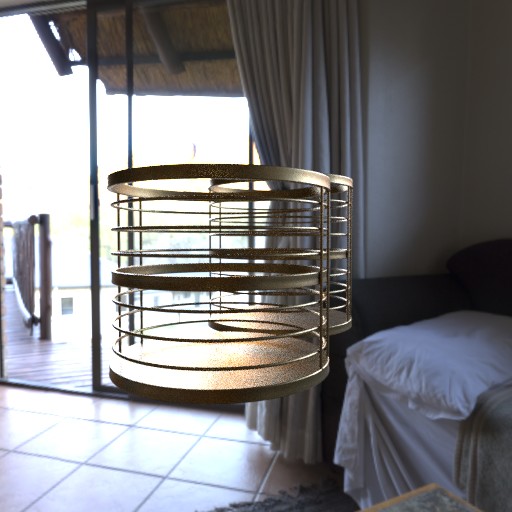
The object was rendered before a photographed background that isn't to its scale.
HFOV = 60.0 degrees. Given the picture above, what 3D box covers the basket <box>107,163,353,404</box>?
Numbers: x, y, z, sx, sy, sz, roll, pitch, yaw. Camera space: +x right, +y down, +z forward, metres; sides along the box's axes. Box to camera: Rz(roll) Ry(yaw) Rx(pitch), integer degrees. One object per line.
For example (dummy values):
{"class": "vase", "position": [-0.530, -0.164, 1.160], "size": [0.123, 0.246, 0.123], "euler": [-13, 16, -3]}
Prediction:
{"class": "basket", "position": [0.000, 0.000, 0.919], "size": [0.356, 0.351, 0.746], "euler": [1, 2, 17]}
